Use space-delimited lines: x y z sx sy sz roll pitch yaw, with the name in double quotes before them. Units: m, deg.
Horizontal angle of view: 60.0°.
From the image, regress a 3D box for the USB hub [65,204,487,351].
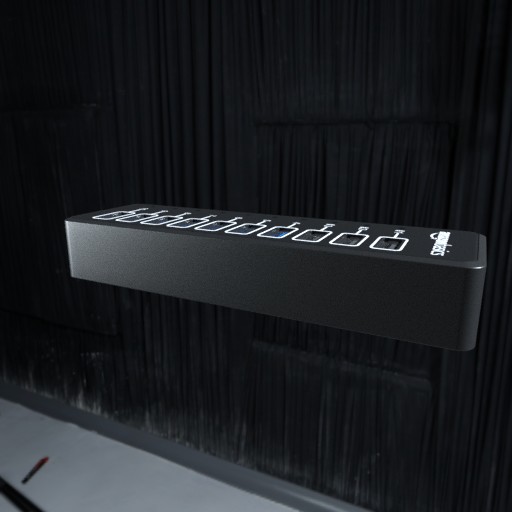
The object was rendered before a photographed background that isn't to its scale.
"USB hub" 0.000 0.000 0.159 0.145 0.023 0.044 7 17 25
